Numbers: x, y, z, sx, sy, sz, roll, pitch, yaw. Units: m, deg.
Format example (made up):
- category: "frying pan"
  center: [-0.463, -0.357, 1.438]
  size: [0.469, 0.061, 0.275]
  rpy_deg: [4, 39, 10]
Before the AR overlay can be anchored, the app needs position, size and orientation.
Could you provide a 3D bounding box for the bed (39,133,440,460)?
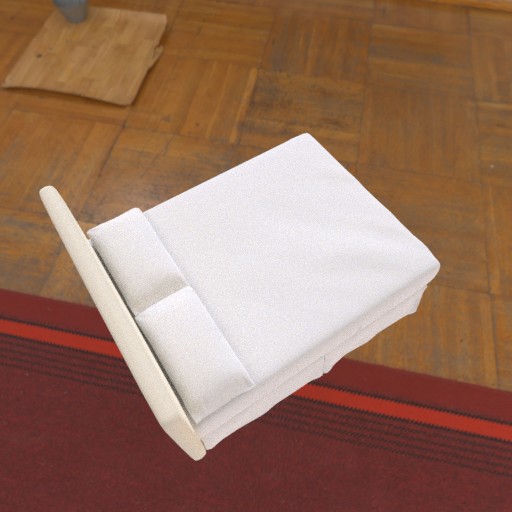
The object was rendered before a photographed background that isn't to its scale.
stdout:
- category: "bed"
  center: [0.000, 0.000, 3.182]
  size: [2.147, 1.330, 1.714]
  rpy_deg: [-30, 63, -17]
